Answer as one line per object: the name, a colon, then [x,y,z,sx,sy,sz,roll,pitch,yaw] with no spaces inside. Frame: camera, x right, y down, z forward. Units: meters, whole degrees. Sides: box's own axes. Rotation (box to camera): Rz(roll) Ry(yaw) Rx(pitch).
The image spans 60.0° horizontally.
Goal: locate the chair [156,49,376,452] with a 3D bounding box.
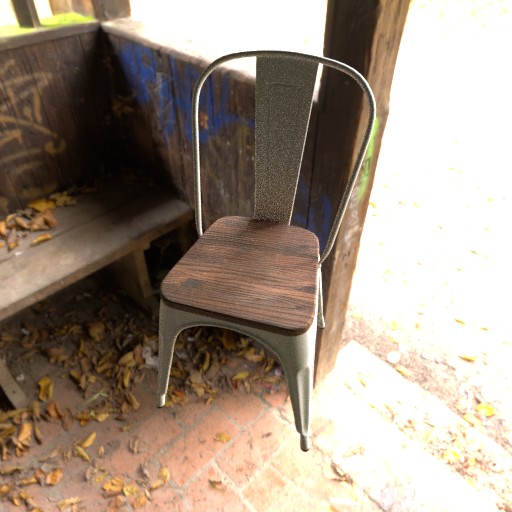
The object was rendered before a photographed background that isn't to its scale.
chair: [0.000,0.000,1.136,0.452,0.851,0.521,12,43,13]
